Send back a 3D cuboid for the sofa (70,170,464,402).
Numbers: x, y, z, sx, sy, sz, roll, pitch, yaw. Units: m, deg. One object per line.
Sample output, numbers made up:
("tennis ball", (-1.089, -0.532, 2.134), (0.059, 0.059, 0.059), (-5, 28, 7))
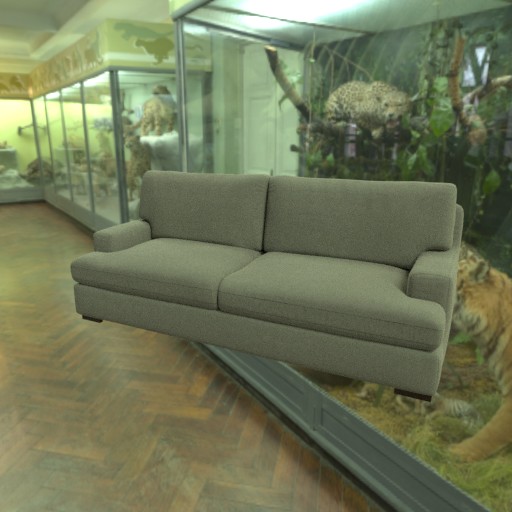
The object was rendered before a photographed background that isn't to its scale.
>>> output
("sofa", (0.000, 0.000, 2.836), (2.354, 0.980, 0.962), (7, 17, 25))
